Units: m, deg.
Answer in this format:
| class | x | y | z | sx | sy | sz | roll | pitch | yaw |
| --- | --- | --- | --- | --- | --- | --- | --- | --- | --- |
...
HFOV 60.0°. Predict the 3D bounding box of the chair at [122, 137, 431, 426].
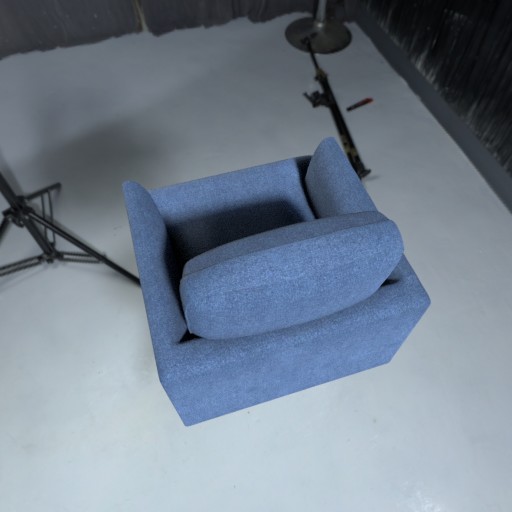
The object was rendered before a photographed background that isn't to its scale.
| class | x | y | z | sx | sy | sz | roll | pitch | yaw |
| --- | --- | --- | --- | --- | --- | --- | --- | --- | --- |
| chair | 0.000 | 0.000 | 1.647 | 0.858 | 0.957 | 0.899 | -15 | 58 | -9 |
